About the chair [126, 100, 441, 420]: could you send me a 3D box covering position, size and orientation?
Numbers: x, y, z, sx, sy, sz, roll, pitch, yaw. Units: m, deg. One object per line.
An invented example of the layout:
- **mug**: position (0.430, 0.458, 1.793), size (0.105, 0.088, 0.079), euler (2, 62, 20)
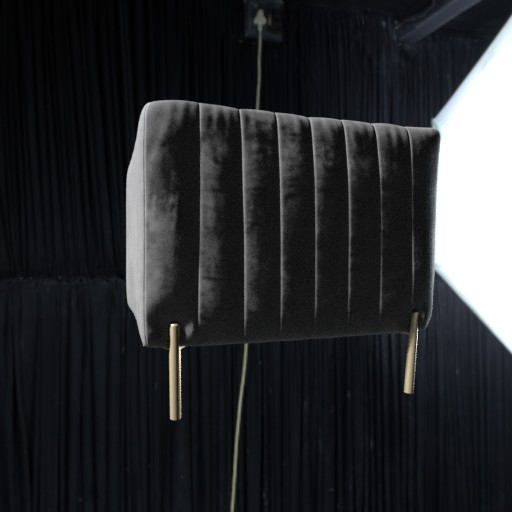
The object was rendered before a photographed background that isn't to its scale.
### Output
- **chair**: position (0.000, 0.000, 1.601), size (0.873, 0.779, 0.981), euler (0, 0, -18)
